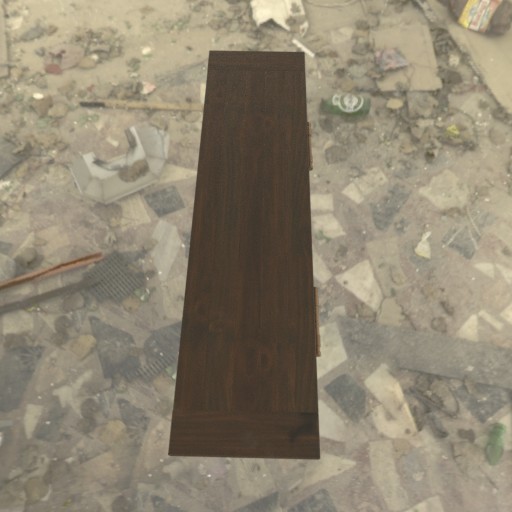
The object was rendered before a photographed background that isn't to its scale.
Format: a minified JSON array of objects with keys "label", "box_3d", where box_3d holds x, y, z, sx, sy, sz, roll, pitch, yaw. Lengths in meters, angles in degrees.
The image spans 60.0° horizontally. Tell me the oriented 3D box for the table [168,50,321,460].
[{"label":"table","box_3d":[0.000,0.000,1.893,0.442,0.762,1.599,1,63,1]}]
